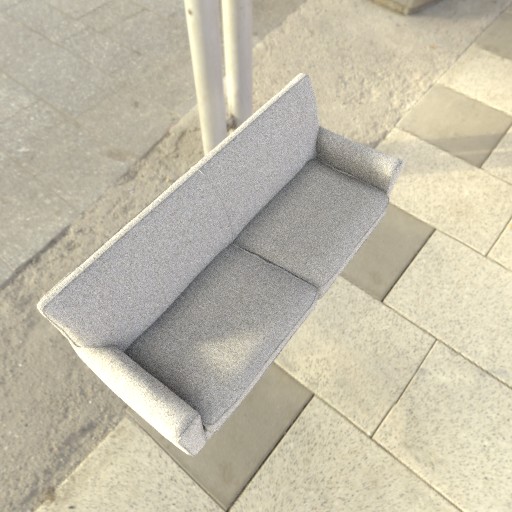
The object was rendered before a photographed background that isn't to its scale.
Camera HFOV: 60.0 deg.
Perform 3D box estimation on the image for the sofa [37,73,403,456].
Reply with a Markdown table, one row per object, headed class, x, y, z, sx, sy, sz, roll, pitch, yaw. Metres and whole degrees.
| class | x | y | z | sx | sy | sz | roll | pitch | yaw |
| --- | --- | --- | --- | --- | --- | --- | --- | --- | --- |
| sofa | 0.000 | 0.000 | 2.520 | 0.854 | 0.942 | 2.026 | 33 | 63 | 19 |
